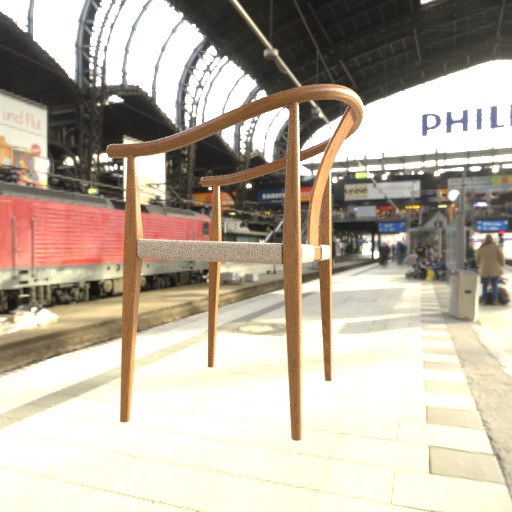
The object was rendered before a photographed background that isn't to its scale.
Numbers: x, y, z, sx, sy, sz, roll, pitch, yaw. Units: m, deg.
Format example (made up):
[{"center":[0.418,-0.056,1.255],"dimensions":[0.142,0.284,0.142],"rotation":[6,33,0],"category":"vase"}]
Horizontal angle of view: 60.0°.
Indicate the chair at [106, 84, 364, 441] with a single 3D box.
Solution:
[{"center":[0.000,0.000,1.235],"dimensions":[0.579,0.800,0.556],"rotation":[0,1,18],"category":"chair"}]
